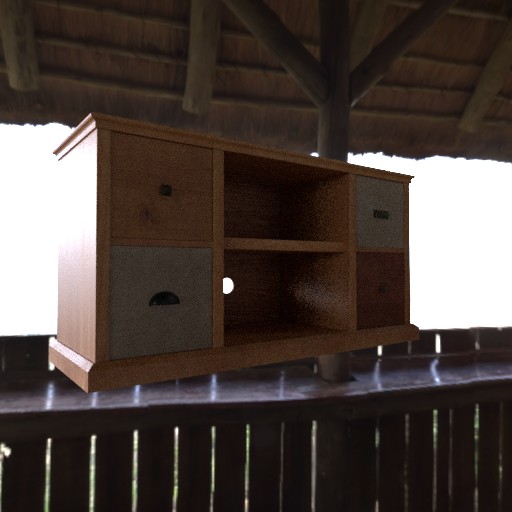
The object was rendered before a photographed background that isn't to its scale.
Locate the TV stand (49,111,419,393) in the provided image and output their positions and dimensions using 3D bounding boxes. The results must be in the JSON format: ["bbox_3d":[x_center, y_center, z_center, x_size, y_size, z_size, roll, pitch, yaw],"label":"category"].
[{"bbox_3d":[0.000,0.000,1.463,1.181,0.607,0.417,1,-2,-36],"label":"TV stand"}]
